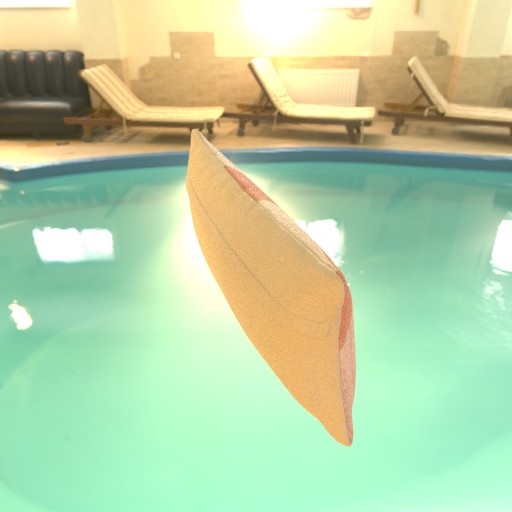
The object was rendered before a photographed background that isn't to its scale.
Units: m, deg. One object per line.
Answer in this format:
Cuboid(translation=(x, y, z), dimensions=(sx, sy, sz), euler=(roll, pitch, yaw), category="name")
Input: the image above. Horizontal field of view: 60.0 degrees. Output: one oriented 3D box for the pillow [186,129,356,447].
Cuboid(translation=(0.000, 0.000, 0.743), dimensions=(0.155, 0.292, 0.609), euler=(-11, 31, -18), category="pillow")
